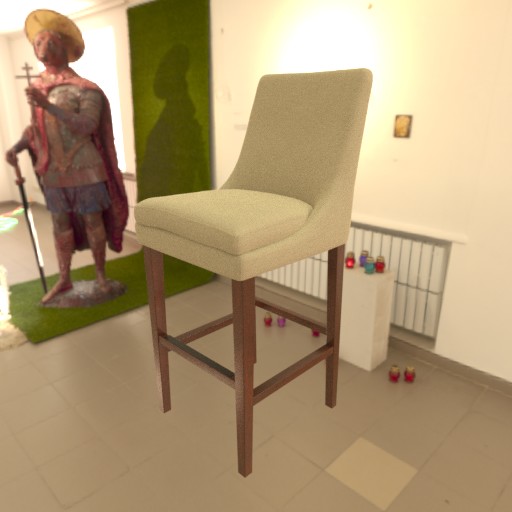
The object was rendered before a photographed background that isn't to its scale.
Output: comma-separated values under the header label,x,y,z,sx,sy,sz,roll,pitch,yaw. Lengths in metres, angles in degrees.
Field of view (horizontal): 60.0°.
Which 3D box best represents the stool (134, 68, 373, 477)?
label,x,y,z,sx,sy,sz,roll,pitch,yaw
stool,0.000,0.000,1.367,0.470,1.078,0.577,17,25,42
